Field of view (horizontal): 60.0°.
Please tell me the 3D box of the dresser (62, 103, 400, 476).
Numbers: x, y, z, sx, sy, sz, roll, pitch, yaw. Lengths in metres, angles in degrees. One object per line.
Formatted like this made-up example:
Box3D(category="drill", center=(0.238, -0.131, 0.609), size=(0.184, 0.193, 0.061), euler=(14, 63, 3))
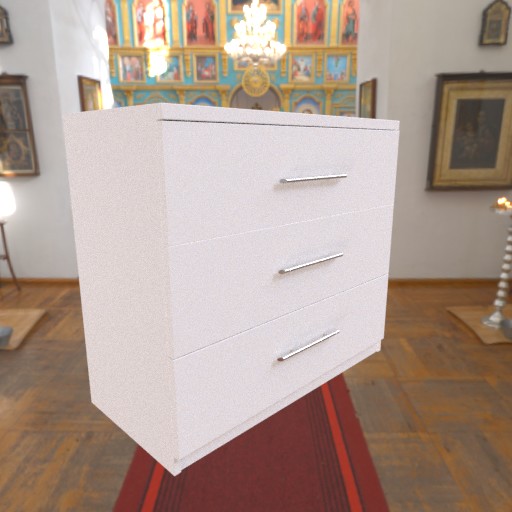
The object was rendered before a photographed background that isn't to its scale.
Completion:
Box3D(category="dresser", center=(0.000, 0.000, 1.240), size=(0.830, 0.740, 0.420), euler=(-14, 20, -43))
